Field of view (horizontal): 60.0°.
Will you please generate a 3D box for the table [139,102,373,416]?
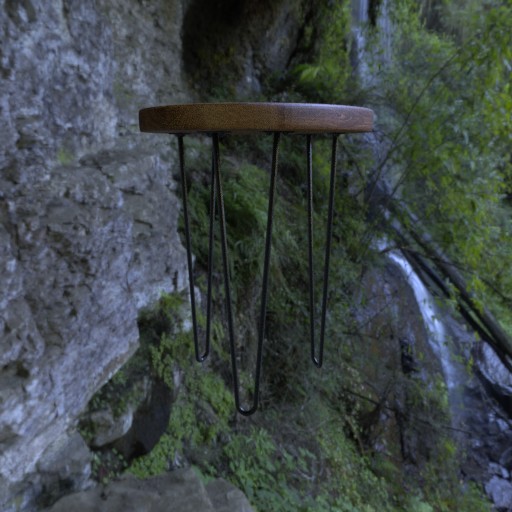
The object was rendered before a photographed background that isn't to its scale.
[{"bbox_3d":[0.000,0.000,0.841,0.400,0.520,0.400,0,14,0],"label":"table"}]
